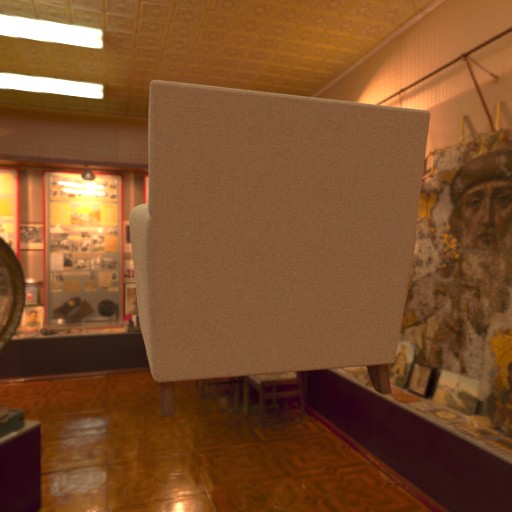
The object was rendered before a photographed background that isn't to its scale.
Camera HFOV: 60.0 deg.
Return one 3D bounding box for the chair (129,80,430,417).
[{"bbox_3d":[0.000,0.000,1.547,0.840,0.846,0.871,0,0,-17],"label":"chair"}]
